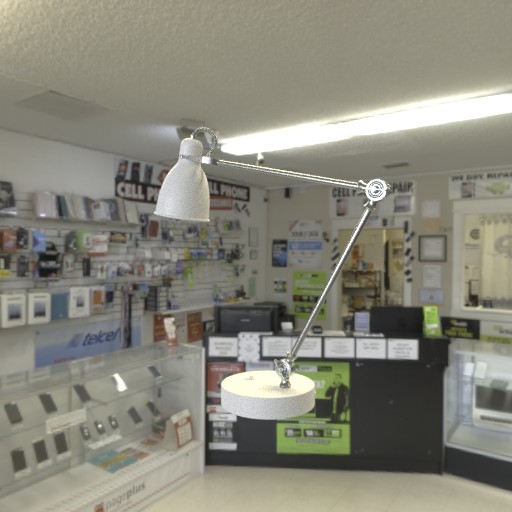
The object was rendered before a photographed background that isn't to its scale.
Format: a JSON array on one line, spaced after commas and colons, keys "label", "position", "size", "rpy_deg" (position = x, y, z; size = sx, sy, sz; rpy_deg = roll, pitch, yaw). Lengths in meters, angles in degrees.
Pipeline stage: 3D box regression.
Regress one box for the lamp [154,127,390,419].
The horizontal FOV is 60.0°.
[{"label": "lamp", "position": [0.000, 0.000, 0.905], "size": [0.561, 0.587, 0.187], "rpy_deg": [0, 0, 37]}]
